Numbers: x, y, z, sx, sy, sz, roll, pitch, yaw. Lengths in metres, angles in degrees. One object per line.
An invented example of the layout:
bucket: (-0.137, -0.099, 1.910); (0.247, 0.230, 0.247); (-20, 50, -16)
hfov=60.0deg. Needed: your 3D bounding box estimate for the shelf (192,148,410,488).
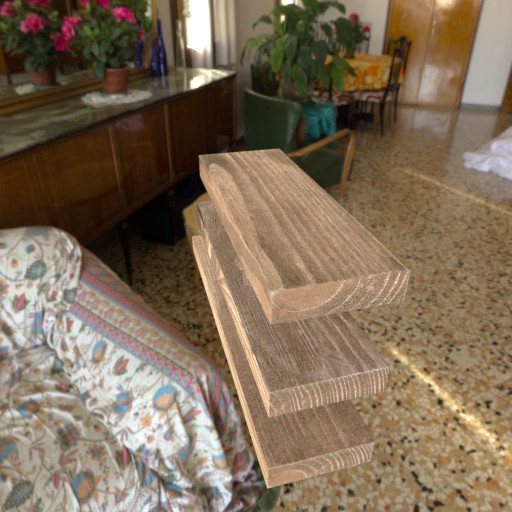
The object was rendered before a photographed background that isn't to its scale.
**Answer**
shelf: (0.000, 0.000, 0.736); (0.140, 0.293, 0.610); (-8, 31, -13)
